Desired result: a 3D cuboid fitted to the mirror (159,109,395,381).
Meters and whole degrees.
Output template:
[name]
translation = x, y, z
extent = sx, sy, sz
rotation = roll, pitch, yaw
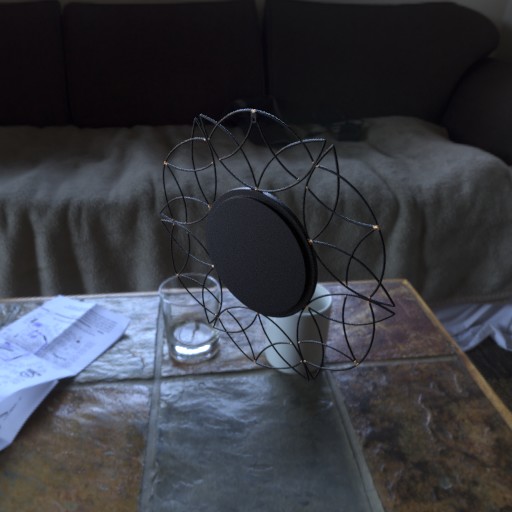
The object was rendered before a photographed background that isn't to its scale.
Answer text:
[mirror]
translation = 0.000, 0.000, 1.206
extent = 0.797, 0.775, 0.028
rotation = 22, 37, 33
